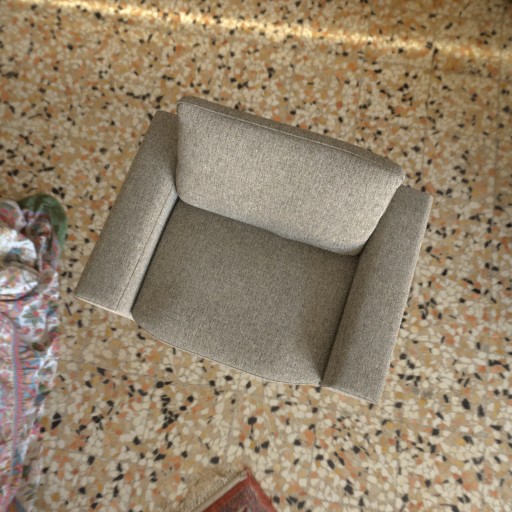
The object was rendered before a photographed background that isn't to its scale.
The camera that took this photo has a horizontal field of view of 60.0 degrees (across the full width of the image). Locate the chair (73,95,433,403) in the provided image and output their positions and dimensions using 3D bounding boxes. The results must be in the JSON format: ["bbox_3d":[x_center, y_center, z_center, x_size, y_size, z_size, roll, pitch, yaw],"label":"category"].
[{"bbox_3d":[0.000,0.000,2.086,1.398,0.915,1.039,19,76,5],"label":"chair"}]
